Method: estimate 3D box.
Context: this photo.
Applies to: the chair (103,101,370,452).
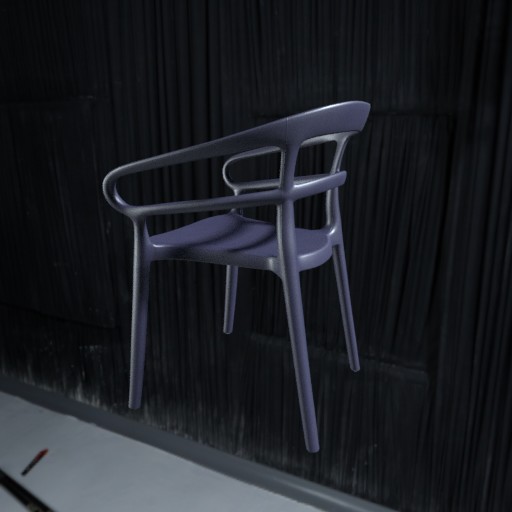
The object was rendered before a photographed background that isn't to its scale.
[{"bbox_3d":[0.000,0.000,1.175,0.527,0.761,0.559,8,18,25],"label":"chair"}]
